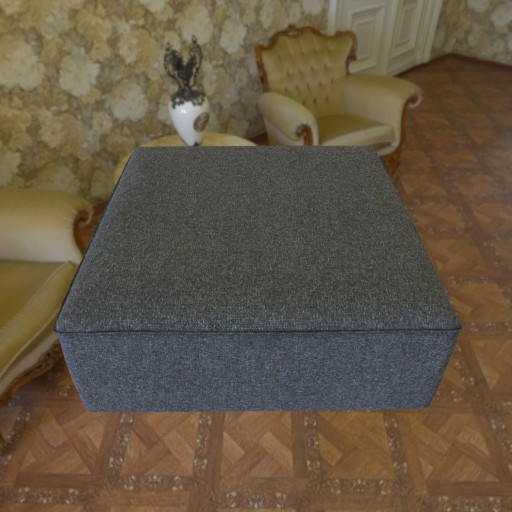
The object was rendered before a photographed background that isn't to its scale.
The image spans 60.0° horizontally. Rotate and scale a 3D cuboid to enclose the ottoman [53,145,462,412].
[{"bbox_3d":[0.000,0.000,1.553,1.021,0.423,1.017,0,39,0],"label":"ottoman"}]
